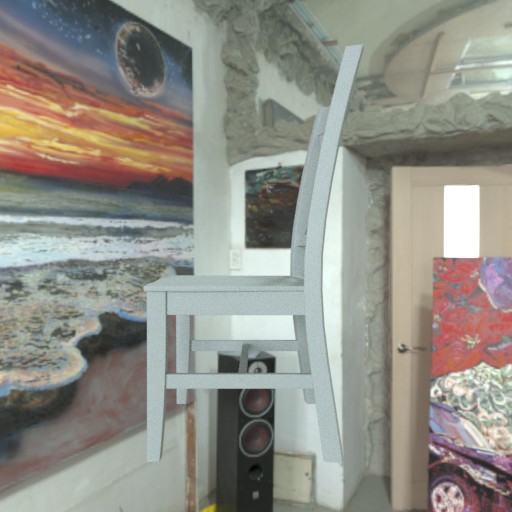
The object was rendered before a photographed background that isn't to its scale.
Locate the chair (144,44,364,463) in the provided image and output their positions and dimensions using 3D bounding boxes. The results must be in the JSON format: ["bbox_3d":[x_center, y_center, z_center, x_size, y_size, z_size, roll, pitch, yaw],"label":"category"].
[{"bbox_3d":[0.000,0.000,1.270,0.542,0.983,0.485,0,1,0],"label":"chair"}]
